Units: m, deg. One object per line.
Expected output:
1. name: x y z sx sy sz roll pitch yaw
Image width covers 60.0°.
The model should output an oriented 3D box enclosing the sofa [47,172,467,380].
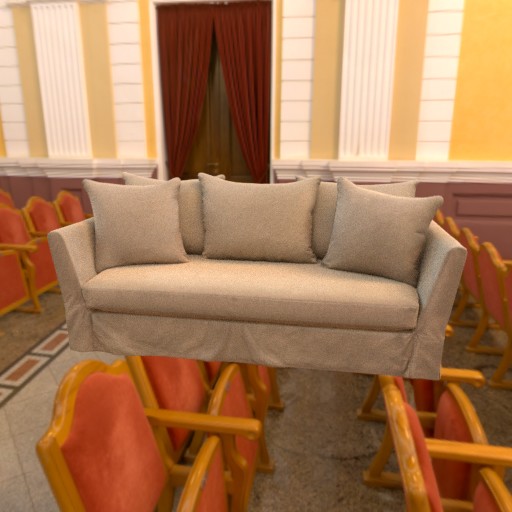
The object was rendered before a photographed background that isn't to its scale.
1. sofa: 0.000 0.000 2.891 2.290 1.034 1.031 3 16 9
